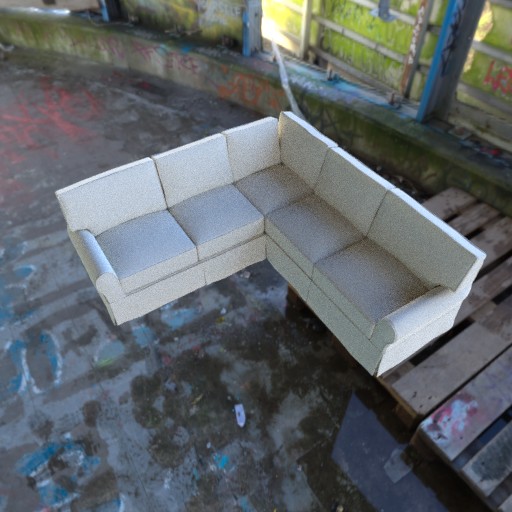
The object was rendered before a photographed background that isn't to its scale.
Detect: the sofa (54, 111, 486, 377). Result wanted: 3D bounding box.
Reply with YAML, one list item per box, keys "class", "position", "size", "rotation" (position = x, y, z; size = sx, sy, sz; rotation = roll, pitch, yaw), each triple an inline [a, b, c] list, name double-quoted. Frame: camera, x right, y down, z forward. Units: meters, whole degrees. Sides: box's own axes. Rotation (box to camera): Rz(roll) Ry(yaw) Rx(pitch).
- class: "sofa"
  position: [0.000, 0.000, 3.867]
  size: [2.591, 1.070, 2.597]
  rotation: [-25, 51, -22]
